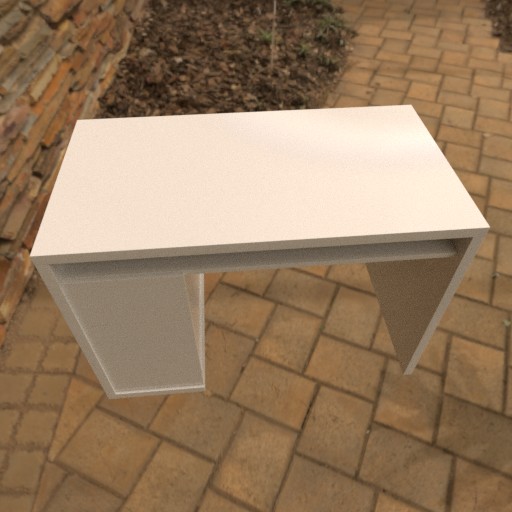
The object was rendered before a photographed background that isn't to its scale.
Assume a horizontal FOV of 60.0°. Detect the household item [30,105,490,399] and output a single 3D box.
[{"bbox_3d":[0.000,0.000,1.529,1.100,0.749,0.597,-4,48,-3],"label":"household item"}]
